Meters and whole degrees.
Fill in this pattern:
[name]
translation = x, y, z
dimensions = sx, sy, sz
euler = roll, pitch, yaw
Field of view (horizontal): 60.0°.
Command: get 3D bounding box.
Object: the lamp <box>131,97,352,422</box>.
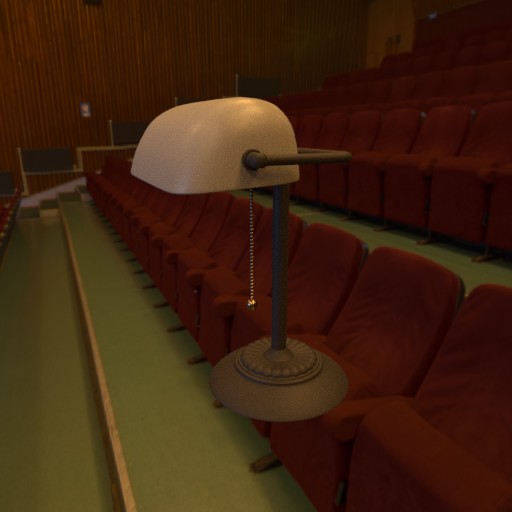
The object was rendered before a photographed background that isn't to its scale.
[lamp]
translation = 0.000, 0.000, 0.515
dimensions = 0.243, 0.339, 0.264
euler = -8, 18, -24
